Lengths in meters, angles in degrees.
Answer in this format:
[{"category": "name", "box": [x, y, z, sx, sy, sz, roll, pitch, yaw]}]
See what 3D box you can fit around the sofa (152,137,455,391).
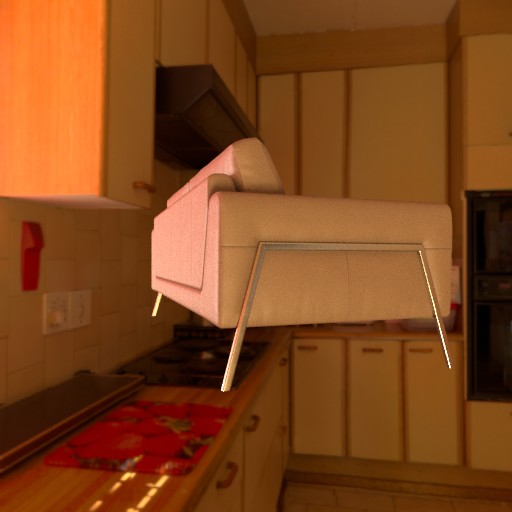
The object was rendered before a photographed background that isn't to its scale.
[{"category": "sofa", "box": [0.000, 0.000, 2.508, 0.953, 0.875, 2.017, 0, -1, -19]}]
